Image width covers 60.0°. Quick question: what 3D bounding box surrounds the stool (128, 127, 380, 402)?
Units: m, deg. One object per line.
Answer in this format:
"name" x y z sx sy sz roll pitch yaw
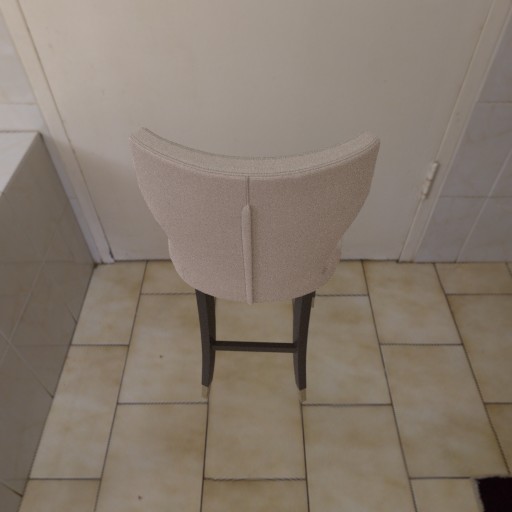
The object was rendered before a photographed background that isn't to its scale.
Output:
"stool" 0.000 0.000 1.390 0.526 1.092 0.563 2 48 1
